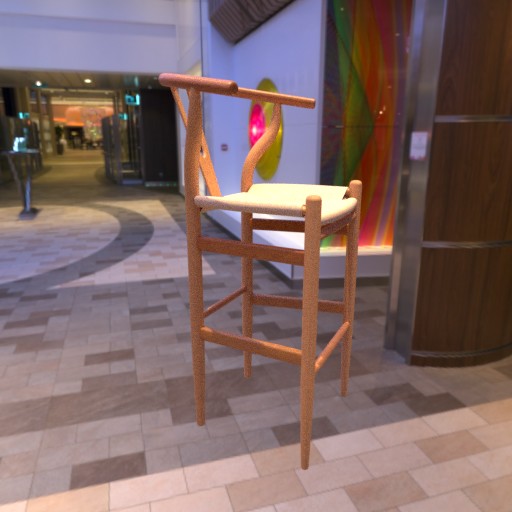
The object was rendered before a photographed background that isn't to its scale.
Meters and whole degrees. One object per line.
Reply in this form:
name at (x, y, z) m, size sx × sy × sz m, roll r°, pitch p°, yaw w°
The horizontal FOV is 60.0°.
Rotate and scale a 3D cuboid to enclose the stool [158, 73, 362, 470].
stool at (0.000, 0.000, 1.377) m, size 0.561 × 1.068 × 0.574 m, roll 7°, pitch 17°, yaw 25°
